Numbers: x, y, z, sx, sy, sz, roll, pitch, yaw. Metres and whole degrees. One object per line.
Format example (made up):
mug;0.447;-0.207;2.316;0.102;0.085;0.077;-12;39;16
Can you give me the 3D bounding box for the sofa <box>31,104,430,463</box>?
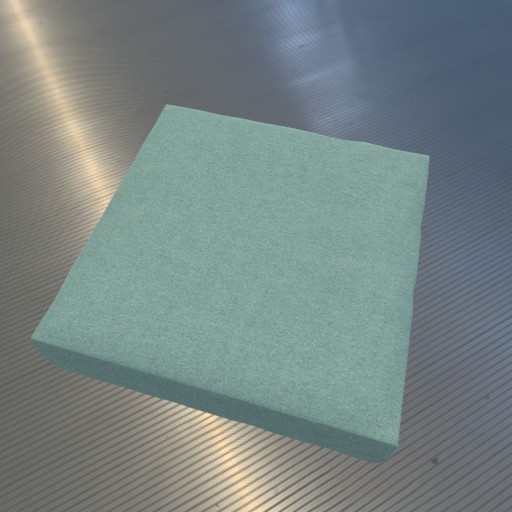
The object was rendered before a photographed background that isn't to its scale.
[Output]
sofa;0.000;0.000;1.369;0.930;0.330;0.930;14;60;8
